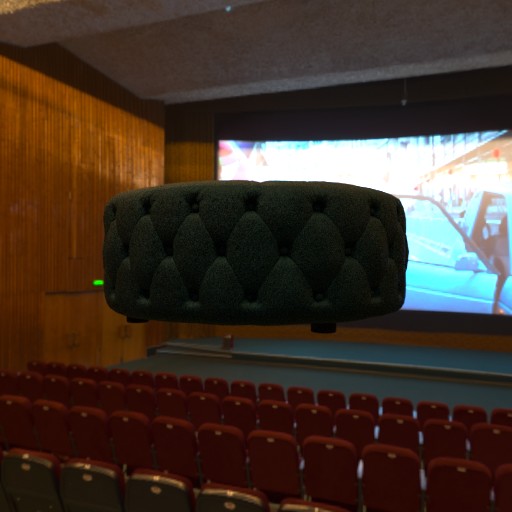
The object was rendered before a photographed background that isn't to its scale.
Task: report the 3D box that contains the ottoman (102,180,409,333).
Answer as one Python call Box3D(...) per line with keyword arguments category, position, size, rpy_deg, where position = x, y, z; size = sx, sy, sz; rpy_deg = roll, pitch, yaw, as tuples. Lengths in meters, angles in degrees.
Box3D(category="ottoman", position=(0.000, 0.000, 1.526), size=(0.998, 0.398, 0.998), rpy_deg=(0, 0, 0))
